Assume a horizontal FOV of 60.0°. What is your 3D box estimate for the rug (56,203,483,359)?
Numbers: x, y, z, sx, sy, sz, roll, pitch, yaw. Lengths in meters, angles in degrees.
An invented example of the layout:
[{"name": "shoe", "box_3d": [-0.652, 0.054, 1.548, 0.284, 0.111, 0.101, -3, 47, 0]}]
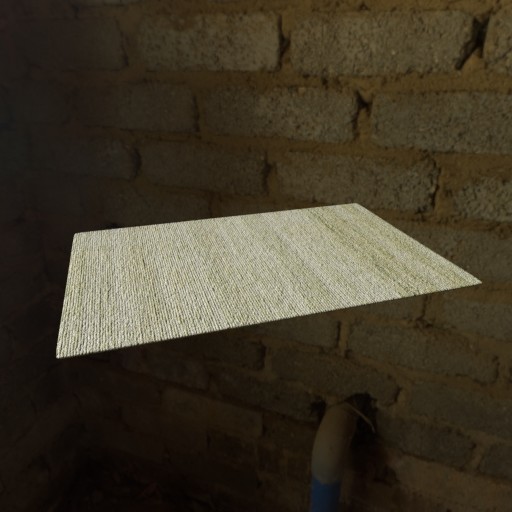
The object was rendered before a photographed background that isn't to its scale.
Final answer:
[{"name": "rug", "box_3d": [0.000, 0.000, 2.207, 1.758, 0.010, 1.143, -8, 27, -16]}]
